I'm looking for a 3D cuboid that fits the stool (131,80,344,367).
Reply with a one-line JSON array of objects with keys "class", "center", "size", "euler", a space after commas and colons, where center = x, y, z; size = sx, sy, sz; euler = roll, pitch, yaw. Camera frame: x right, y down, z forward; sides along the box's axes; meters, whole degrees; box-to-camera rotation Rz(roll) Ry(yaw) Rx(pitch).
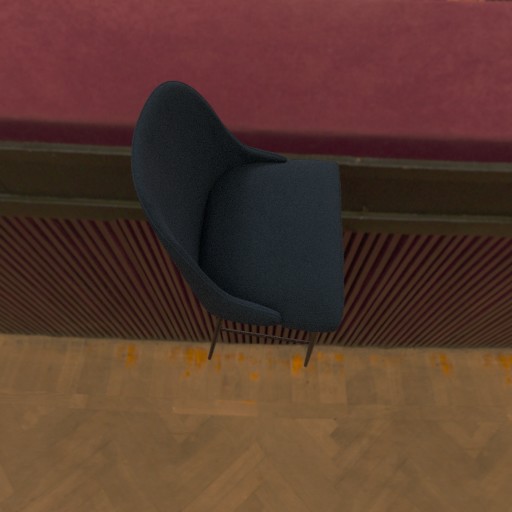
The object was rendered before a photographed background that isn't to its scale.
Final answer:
[{"class": "stool", "center": [0.000, 0.000, 1.363], "size": [0.489, 1.079, 0.527], "euler": [3, 64, 2]}]
